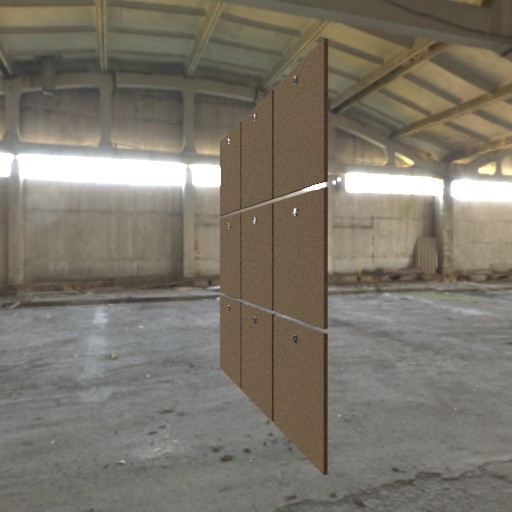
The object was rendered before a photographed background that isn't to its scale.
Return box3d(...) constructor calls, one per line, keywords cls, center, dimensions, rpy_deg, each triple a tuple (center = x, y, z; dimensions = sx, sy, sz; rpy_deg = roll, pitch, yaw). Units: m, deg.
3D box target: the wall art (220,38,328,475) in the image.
box3d(cls="wall art", center=(0.000, 0.000, 1.815), dimensions=(0.019, 1.218, 1.221), rpy_deg=(0, 0, -18))
